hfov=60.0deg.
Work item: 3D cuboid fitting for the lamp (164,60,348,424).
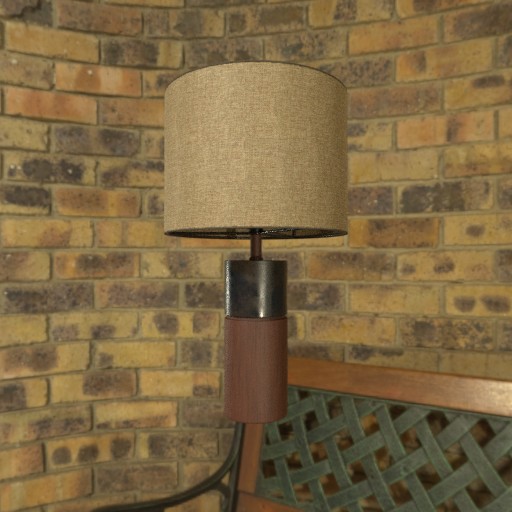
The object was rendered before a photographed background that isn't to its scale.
[{"bbox_3d":[0.000,0.000,0.496,0.202,0.350,0.202,0,-1,0],"label":"lamp"}]
